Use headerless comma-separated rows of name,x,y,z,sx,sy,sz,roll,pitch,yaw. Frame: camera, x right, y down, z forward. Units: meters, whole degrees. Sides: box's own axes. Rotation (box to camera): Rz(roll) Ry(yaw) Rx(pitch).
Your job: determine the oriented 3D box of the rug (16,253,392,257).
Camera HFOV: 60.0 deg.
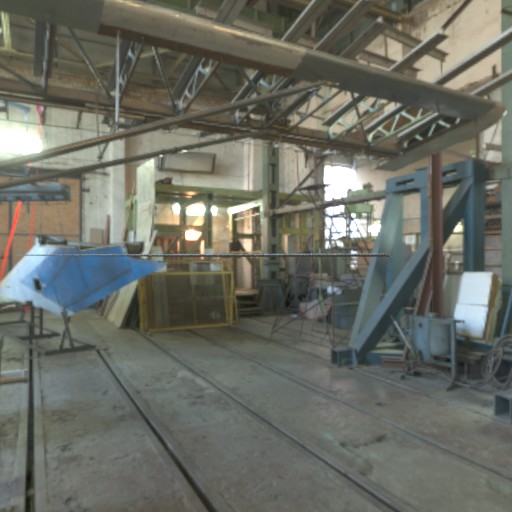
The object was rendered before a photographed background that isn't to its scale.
rug,0.000,0.000,4.195,2.443,0.007,3.200,0,0,18
